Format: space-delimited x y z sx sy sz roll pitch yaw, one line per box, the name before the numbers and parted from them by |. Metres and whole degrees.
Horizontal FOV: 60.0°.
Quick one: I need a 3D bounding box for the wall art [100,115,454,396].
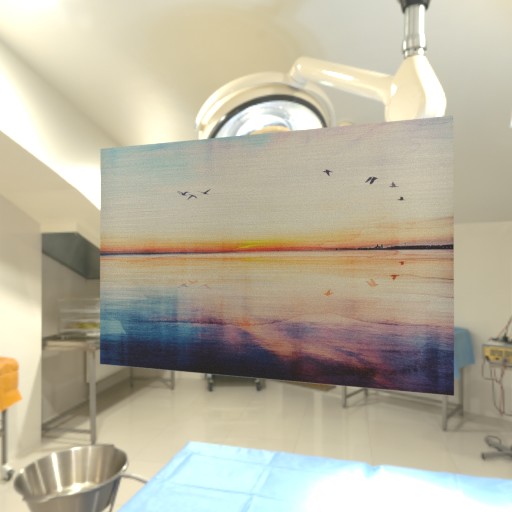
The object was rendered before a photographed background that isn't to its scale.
wall art | 0.000 0.000 1.117 0.911 0.605 0.037 0 0 19
